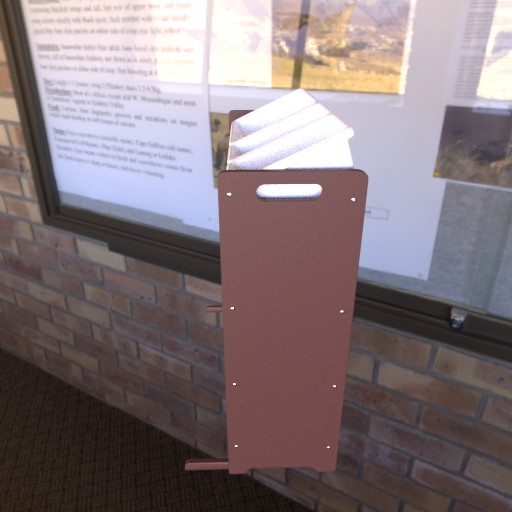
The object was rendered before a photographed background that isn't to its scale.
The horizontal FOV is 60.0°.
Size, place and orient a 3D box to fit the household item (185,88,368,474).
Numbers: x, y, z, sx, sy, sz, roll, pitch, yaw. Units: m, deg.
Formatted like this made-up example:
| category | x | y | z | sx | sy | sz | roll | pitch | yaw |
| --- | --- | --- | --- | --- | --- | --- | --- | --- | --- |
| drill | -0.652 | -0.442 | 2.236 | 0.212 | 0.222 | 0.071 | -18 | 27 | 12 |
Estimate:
| category | x | y | z | sx | sy | sz | roll | pitch | yaw |
| --- | --- | --- | --- | --- | --- | --- | --- | --- | --- |
| household item | 0.000 | 0.000 | 1.304 | 0.389 | 0.864 | 0.787 | -1 | 26 | -1 |
